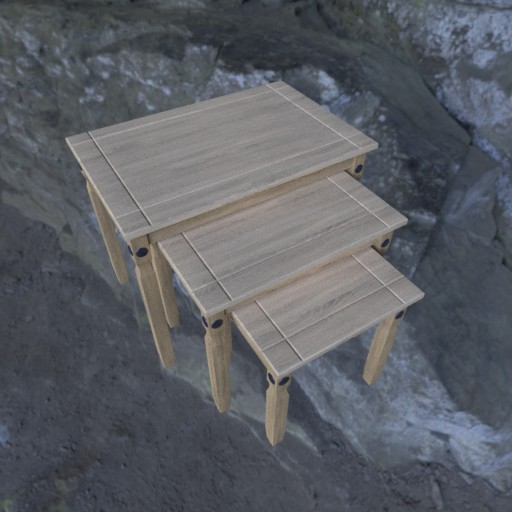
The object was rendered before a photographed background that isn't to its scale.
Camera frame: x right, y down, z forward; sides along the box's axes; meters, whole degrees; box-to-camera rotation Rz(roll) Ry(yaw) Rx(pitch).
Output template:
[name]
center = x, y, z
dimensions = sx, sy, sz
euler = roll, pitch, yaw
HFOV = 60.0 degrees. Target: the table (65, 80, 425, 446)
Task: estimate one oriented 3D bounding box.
[table]
center = 0.000, 0.000, 1.199
dimensions = 0.660, 0.535, 0.773
euler = -23, 49, -22
